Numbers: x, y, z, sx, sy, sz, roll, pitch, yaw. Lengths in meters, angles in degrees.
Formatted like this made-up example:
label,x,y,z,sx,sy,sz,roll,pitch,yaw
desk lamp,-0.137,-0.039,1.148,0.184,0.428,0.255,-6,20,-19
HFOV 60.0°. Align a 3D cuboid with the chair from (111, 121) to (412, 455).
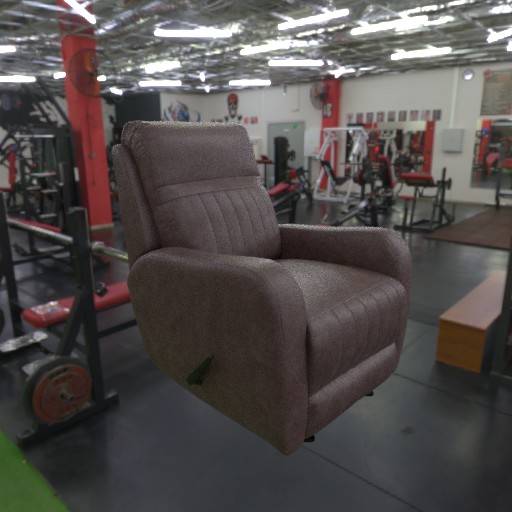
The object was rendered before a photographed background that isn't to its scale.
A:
label,x,y,z,sx,sy,sz,roll,pitch,yaw
chair,0.000,0.000,1.802,1.067,1.067,0.865,14,21,43
